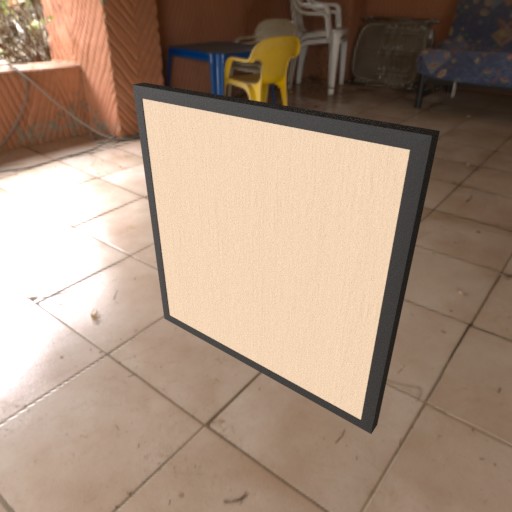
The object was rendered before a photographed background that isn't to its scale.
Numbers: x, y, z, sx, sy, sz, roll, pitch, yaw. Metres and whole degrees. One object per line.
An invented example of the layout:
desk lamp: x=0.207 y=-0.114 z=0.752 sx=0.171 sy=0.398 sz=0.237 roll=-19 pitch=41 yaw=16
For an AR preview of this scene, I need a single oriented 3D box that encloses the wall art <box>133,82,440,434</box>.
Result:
wall art: x=0.000 y=0.000 z=0.457 sx=0.306 sy=0.304 sz=0.015 roll=21 pitch=37 yaw=31
